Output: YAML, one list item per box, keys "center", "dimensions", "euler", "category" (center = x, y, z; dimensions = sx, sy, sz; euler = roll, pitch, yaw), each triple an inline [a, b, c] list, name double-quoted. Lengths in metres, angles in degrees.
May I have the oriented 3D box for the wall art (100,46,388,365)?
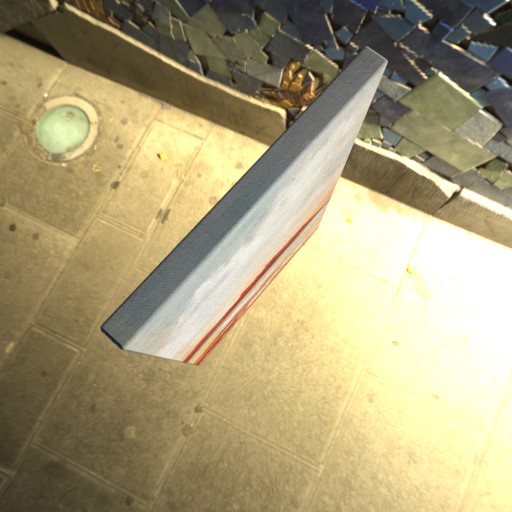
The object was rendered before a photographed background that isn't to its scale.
- center: [0.000, 0.000, 0.773]
  dimensions: [0.035, 0.605, 0.443]
  euler: [40, 78, 10]
  category: "wall art"
